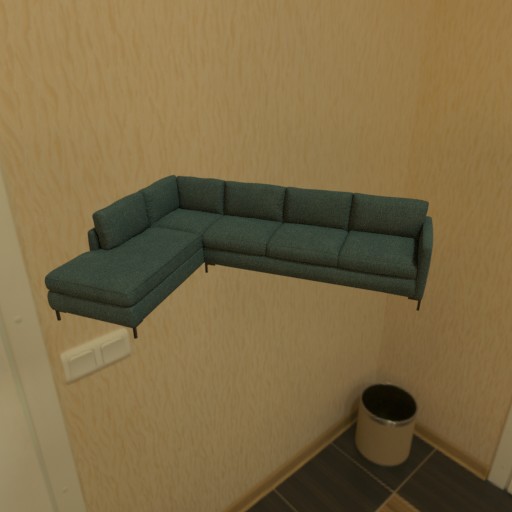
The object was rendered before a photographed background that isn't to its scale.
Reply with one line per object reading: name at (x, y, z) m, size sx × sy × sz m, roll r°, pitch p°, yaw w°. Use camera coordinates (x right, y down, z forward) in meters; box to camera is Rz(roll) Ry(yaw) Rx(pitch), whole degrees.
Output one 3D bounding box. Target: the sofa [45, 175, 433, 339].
sofa at (0.000, 0.000, 3.948) m, size 2.949 × 0.815 × 2.007 m, roll 9°, pitch 27°, yaw 18°
